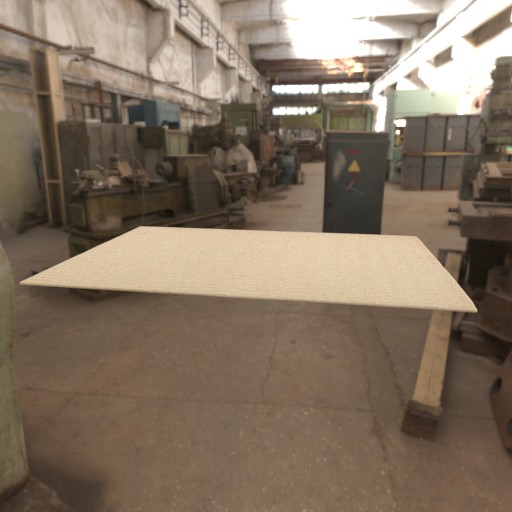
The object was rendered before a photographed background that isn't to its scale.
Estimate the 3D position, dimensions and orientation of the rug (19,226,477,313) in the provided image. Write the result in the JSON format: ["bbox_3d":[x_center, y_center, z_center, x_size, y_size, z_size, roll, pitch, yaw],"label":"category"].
[{"bbox_3d":[0.000,0.000,2.329,1.848,0.014,1.238,3,15,9],"label":"rug"}]
